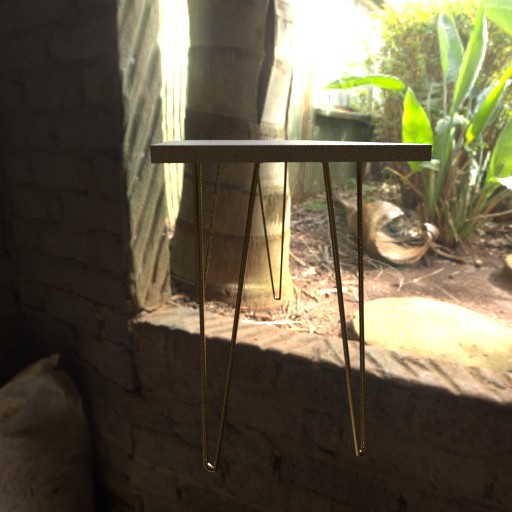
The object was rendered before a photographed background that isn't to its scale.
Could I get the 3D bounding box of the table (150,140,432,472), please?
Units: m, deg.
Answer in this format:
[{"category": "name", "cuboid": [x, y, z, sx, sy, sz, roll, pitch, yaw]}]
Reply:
[{"category": "table", "cuboid": [0.000, 0.000, 1.322, 0.498, 0.660, 0.991, -2, 15, -8]}]
